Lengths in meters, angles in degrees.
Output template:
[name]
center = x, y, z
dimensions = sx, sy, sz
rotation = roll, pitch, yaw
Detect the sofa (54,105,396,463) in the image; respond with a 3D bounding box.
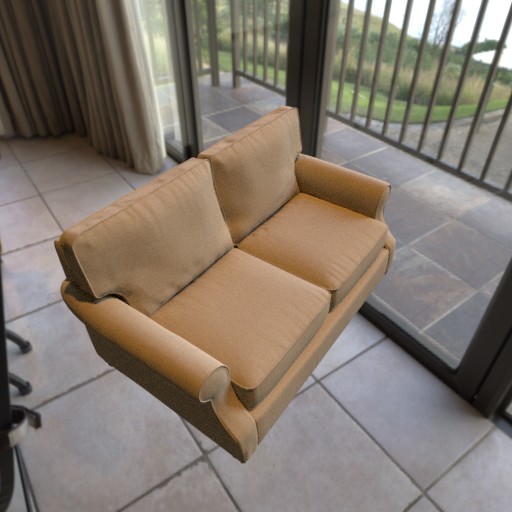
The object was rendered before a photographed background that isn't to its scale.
[sofa]
center = 0.000, 0.000, 2.222
dimensions = 0.964, 0.937, 1.665
rotation = 25, 46, 27
